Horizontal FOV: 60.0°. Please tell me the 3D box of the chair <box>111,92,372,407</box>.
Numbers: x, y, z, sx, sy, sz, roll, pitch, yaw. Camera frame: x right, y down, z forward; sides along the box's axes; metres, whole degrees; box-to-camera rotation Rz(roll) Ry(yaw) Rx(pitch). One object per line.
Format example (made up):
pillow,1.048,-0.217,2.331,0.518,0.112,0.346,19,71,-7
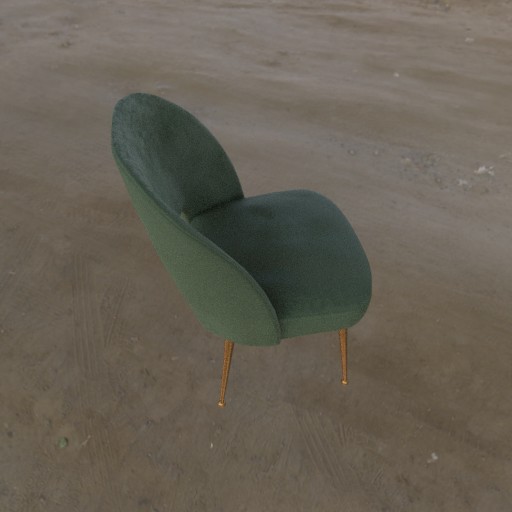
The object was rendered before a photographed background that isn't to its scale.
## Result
chair,0.000,0.000,1.207,0.577,0.860,0.527,-8,46,-7
